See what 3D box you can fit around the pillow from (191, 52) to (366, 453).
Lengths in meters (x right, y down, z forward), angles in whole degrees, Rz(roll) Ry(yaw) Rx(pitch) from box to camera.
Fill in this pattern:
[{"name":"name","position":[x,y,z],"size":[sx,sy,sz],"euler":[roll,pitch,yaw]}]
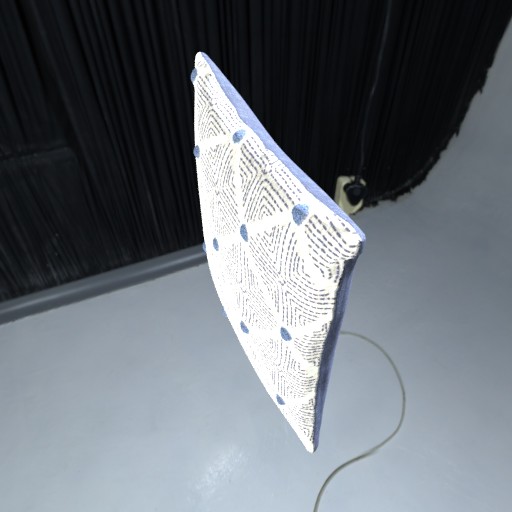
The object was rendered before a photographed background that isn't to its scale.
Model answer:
[{"name":"pillow","position":[0.000,0.000,0.760],"size":[0.145,0.510,0.510],"euler":[-17,47,-16]}]
